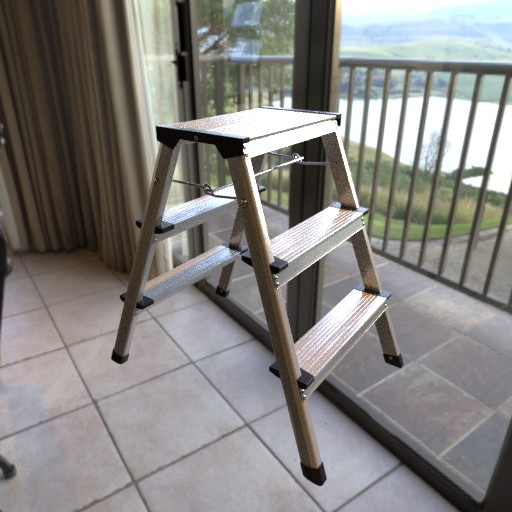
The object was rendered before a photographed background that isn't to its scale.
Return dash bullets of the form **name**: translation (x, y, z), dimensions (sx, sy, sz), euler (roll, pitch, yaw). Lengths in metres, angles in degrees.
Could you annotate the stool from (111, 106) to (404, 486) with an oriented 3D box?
- **stool**: translation (0.000, 0.000, 1.012), dimensions (0.622, 0.605, 0.437), euler (18, 31, 32)
